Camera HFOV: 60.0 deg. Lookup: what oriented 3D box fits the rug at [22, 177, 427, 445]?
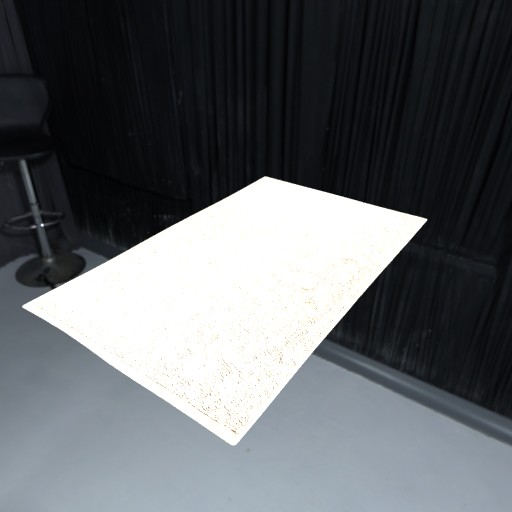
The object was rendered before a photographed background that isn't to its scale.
[{"bbox_3d":[0.000,0.000,2.970,1.529,0.012,2.435,21,37,30],"label":"rug"}]
